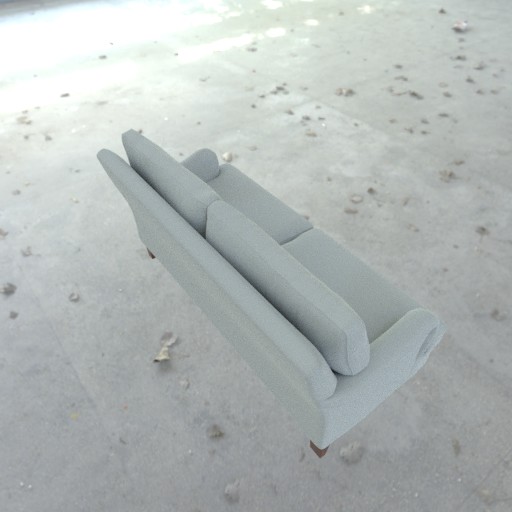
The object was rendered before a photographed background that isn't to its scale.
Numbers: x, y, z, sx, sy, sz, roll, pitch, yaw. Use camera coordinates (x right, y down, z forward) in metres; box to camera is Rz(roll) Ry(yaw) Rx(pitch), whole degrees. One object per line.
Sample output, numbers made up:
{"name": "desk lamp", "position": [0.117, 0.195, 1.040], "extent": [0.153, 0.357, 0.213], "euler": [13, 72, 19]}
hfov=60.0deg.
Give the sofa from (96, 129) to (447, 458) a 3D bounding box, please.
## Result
{"name": "sofa", "position": [0.000, 0.000, 2.801], "extent": [1.069, 1.096, 2.193], "euler": [-26, 48, -26]}
